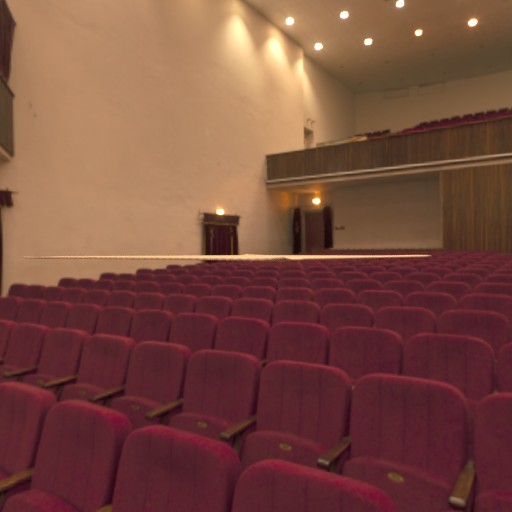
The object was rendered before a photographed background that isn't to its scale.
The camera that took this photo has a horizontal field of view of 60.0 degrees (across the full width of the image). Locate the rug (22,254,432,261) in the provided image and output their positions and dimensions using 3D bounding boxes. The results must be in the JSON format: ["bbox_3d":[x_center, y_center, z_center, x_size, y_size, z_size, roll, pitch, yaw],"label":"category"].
[{"bbox_3d":[0.000,0.000,3.860,2.277,0.035,2.897,0,0,34],"label":"rug"}]
